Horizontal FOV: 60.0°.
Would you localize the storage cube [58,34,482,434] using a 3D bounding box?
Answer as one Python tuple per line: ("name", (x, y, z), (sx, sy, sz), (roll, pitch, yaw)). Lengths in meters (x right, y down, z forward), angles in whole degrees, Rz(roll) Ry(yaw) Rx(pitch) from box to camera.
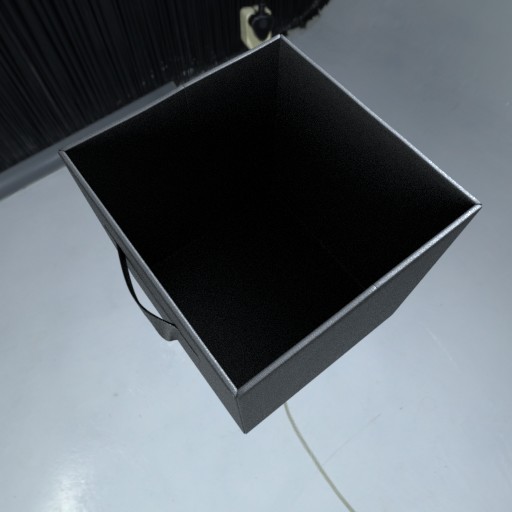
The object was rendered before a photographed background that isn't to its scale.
("storage cube", (0.000, 0.000, 0.496), (0.270, 0.280, 0.270), (-34, 68, -16))
